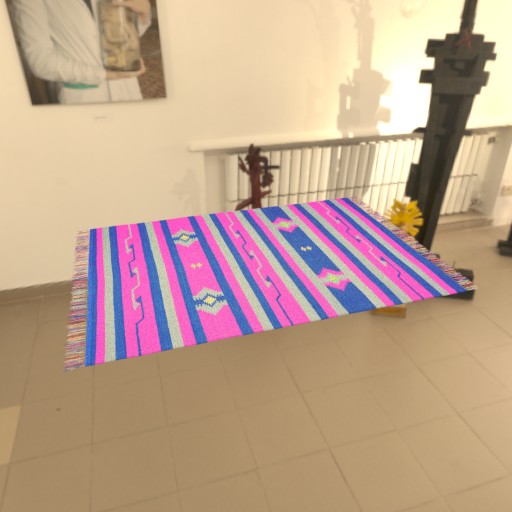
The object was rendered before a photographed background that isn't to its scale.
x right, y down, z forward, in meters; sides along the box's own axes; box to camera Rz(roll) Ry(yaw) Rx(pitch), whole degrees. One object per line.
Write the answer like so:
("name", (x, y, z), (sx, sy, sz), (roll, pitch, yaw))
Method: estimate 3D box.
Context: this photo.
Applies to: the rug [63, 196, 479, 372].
("rug", (0.000, 0.000, 2.972), (2.350, 0.013, 1.539), (-9, 31, -15))
